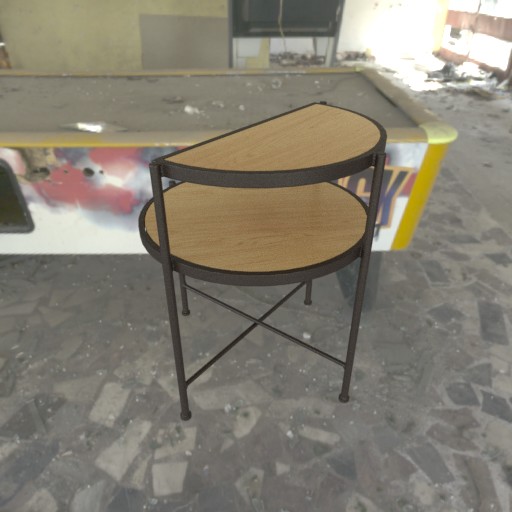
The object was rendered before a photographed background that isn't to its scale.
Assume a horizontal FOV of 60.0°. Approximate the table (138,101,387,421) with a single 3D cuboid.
[{"bbox_3d":[0.000,0.000,1.175,0.628,0.684,0.629,22,38,31],"label":"table"}]
